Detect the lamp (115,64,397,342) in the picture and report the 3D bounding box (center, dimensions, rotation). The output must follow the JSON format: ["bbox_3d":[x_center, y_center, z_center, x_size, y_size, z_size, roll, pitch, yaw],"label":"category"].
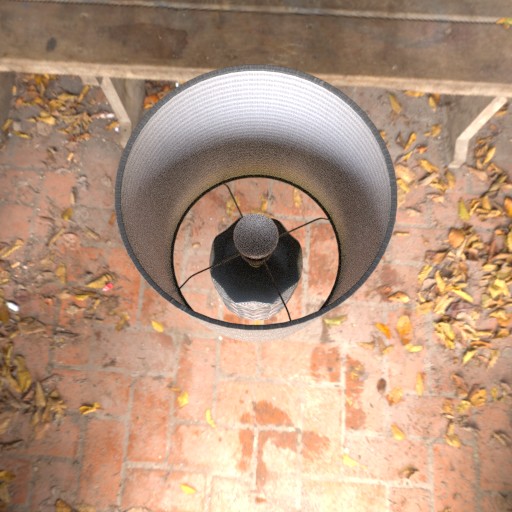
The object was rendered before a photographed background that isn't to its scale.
[{"bbox_3d":[0.000,0.000,0.697,0.268,0.566,0.269,-24,78,-6],"label":"lamp"}]
